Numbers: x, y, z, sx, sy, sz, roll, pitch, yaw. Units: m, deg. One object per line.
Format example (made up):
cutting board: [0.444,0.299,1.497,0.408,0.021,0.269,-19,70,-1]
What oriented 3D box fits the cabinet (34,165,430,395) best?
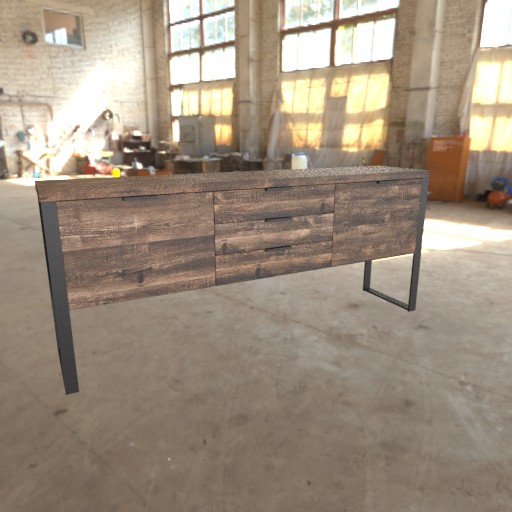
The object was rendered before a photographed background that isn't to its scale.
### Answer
cabinet: [0.000,0.000,2.112,1.800,0.762,0.395,-8,17,-26]
